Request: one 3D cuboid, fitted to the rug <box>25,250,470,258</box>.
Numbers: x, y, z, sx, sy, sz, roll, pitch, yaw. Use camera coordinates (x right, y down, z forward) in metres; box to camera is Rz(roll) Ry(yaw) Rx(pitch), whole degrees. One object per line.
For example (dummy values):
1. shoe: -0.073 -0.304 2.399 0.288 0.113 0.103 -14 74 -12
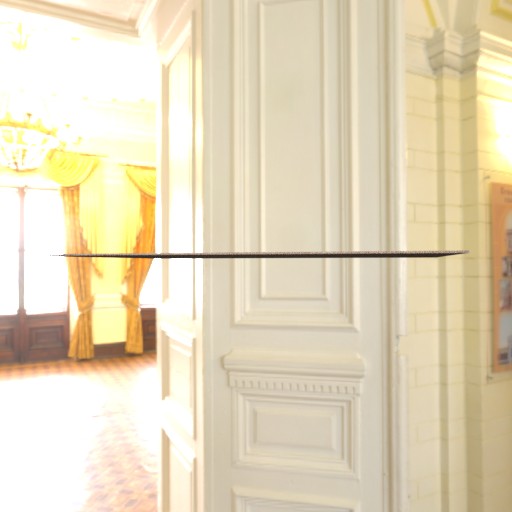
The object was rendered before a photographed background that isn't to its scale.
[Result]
1. rug: 0.000 0.000 3.031 2.439 0.011 1.533 0 -1 17
